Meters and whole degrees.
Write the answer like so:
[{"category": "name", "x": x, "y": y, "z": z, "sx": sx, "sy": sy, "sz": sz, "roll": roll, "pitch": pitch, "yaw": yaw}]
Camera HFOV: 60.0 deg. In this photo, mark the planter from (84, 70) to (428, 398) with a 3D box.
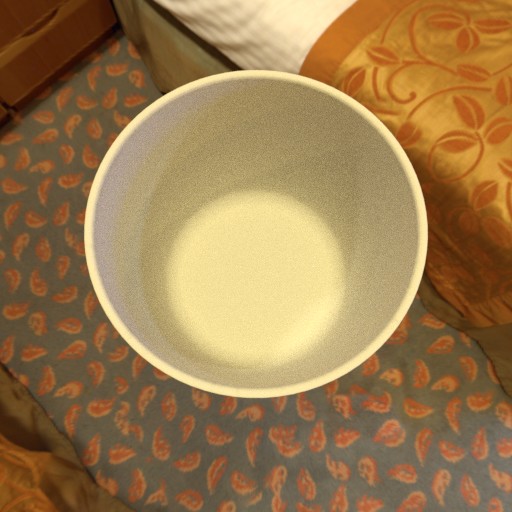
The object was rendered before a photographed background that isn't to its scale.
[{"category": "planter", "x": 0.000, "y": 0.000, "z": 0.760, "sx": 0.440, "sy": 0.398, "sz": 0.440, "roll": 0, "pitch": 76, "yaw": 0}]
